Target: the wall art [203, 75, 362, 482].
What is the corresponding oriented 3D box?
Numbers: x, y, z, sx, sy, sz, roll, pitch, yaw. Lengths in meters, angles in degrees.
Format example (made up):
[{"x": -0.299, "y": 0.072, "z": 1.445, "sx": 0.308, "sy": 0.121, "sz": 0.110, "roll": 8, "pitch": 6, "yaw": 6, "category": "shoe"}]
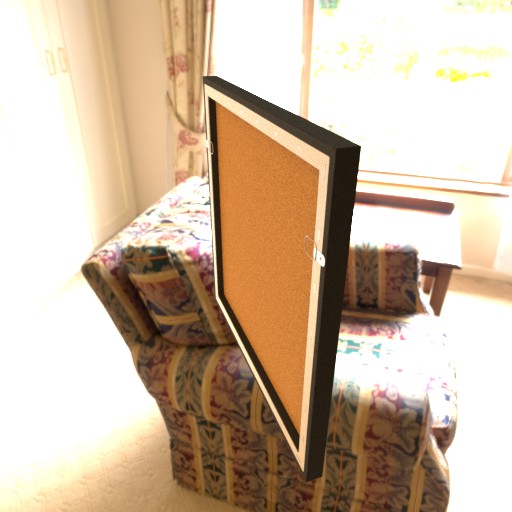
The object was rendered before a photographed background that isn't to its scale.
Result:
[{"x": 0.000, "y": 0.000, "z": 1.122, "sx": 0.044, "sy": 0.758, "sz": 0.758, "roll": -10, "pitch": 31, "yaw": -17, "category": "wall art"}]
